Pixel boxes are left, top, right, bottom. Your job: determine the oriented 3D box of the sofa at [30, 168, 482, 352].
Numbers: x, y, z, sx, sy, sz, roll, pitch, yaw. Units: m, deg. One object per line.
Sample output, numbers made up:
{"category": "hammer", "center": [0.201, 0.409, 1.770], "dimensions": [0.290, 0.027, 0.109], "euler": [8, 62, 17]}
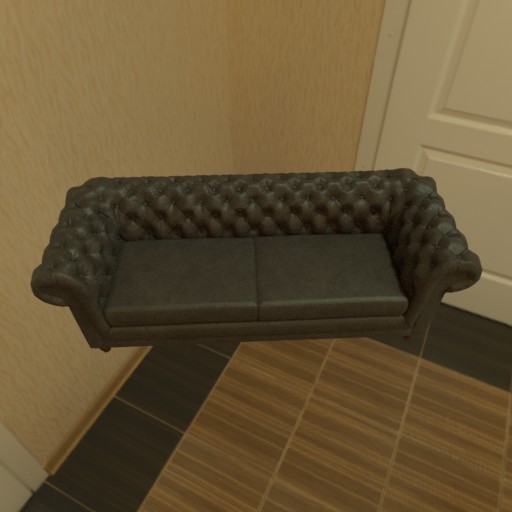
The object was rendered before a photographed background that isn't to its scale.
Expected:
{"category": "sofa", "center": [0.000, 0.000, 2.826], "dimensions": [2.385, 0.783, 0.944], "euler": [-2, 45, -2]}
